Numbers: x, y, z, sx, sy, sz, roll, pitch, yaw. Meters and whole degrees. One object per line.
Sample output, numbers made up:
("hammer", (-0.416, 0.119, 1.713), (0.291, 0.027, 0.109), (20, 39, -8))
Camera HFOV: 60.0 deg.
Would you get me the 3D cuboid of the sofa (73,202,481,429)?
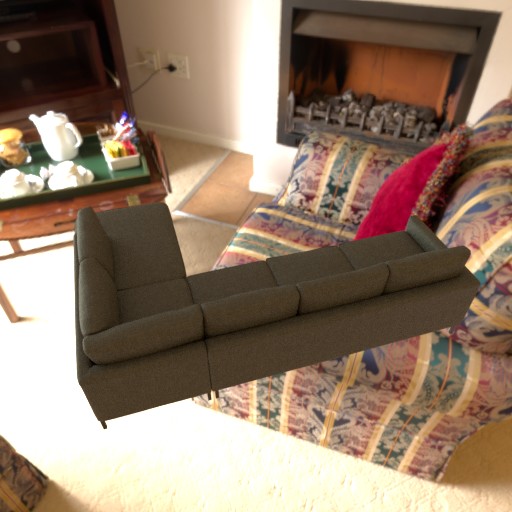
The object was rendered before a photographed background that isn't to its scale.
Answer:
("sofa", (0.000, 0.000, 3.826), (2.972, 0.858, 1.984), (-12, 44, -13))
